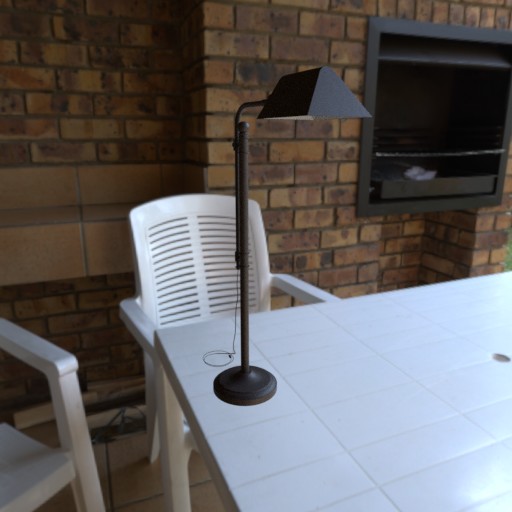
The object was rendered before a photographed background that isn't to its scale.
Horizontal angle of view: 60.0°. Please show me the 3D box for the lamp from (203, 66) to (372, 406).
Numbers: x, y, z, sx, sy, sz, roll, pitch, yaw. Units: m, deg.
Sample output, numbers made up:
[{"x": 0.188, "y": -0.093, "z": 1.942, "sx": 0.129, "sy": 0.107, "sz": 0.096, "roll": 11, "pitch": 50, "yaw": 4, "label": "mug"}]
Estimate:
[{"x": 0.000, "y": 0.000, "z": 0.963, "sx": 0.159, "sy": 0.708, "sz": 0.545, "roll": -8, "pitch": 17, "yaw": -27, "label": "lamp"}]
